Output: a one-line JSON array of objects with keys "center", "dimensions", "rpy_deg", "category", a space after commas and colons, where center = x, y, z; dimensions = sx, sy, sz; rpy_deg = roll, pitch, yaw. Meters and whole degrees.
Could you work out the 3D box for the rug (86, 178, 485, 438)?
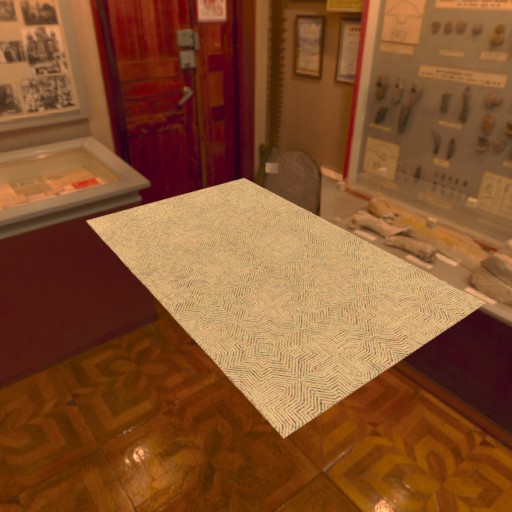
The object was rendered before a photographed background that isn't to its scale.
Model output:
[{"center": [0.000, 0.000, 3.018], "dimensions": [1.519, 0.007, 2.428], "rpy_deg": [-21, 37, -31], "category": "rug"}]
